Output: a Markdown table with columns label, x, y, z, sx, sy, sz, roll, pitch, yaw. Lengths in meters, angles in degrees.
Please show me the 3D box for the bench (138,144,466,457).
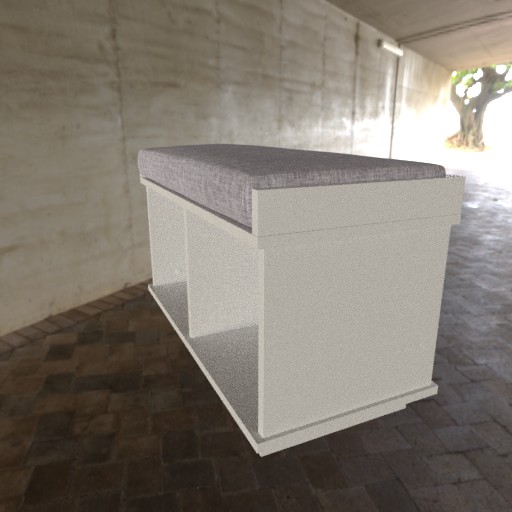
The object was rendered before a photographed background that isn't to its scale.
| label | x | y | z | sx | sy | sz | roll | pitch | yaw |
| --- | --- | --- | --- | --- | --- | --- | --- | --- | --- |
| bench | 0.000 | 0.000 | 0.976 | 0.362 | 0.461 | 0.734 | -8 | 18 | -24 |
